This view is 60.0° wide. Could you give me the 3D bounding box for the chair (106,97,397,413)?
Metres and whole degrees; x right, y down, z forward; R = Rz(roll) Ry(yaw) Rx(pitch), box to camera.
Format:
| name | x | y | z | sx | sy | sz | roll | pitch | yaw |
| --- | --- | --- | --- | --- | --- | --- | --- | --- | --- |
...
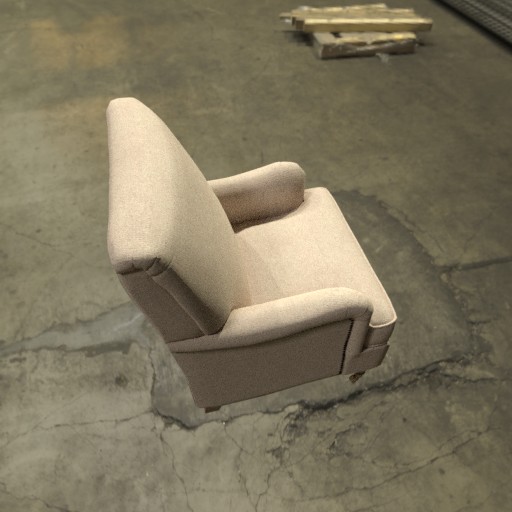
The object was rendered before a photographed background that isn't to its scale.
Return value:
| name | x | y | z | sx | sy | sz | roll | pitch | yaw |
| --- | --- | --- | --- | --- | --- | --- | --- | --- | --- |
| chair | 0.000 | 0.000 | 1.830 | 0.953 | 1.119 | 0.879 | -10 | 48 | -9 |
